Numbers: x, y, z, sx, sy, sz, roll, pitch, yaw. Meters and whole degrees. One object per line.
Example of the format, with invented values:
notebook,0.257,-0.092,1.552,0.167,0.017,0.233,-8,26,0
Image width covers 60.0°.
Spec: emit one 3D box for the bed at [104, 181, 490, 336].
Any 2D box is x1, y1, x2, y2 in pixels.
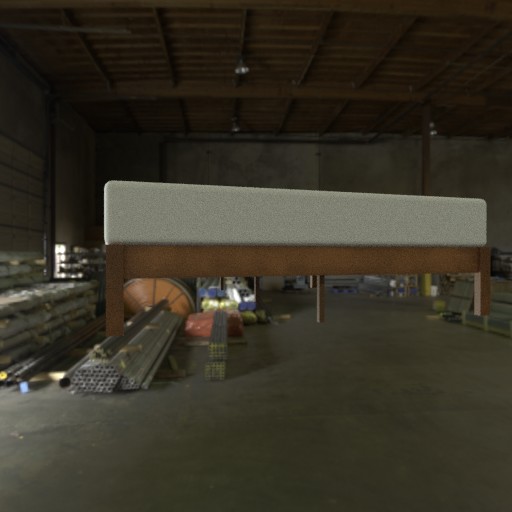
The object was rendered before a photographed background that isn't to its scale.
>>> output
bed,0.000,0.000,3.004,1.930,0.616,2.049,0,0,-19
